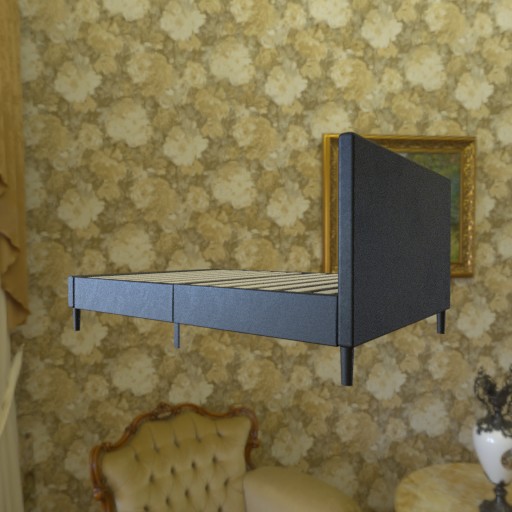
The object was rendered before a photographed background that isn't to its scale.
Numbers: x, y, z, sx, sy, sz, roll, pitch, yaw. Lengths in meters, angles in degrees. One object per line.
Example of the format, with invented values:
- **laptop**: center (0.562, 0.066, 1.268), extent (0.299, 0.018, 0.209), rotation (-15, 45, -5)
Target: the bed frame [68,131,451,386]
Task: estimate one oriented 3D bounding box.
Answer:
- **bed frame**: center (0.000, 0.000, 3.277), extent (2.318, 1.127, 1.634), rotation (1, 1, 37)
